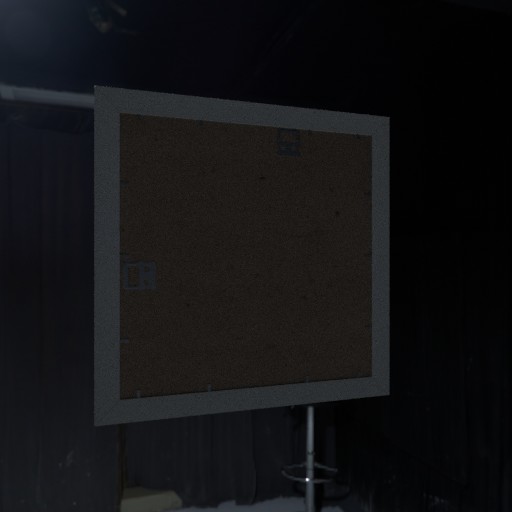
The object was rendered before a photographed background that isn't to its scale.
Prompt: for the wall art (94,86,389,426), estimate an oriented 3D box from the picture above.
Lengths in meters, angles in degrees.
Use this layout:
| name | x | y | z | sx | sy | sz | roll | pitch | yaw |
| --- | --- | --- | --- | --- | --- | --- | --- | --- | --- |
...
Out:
| name | x | y | z | sx | sy | sz | roll | pitch | yaw |
| --- | --- | --- | --- | --- | --- | --- | --- | --- | --- |
| wall art | 0.000 | 0.000 | 0.855 | 0.584 | 0.584 | 0.013 | 0 | 0 | -17 |
